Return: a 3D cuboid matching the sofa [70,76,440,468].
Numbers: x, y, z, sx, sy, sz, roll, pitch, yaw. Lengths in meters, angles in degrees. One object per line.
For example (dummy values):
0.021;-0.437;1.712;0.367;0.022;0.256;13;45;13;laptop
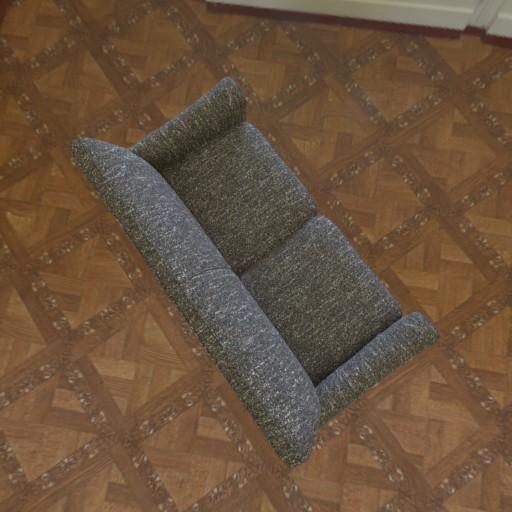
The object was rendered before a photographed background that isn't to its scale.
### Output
0.000;0.000;2.056;0.801;0.946;1.519;-35;79;-8;sofa
